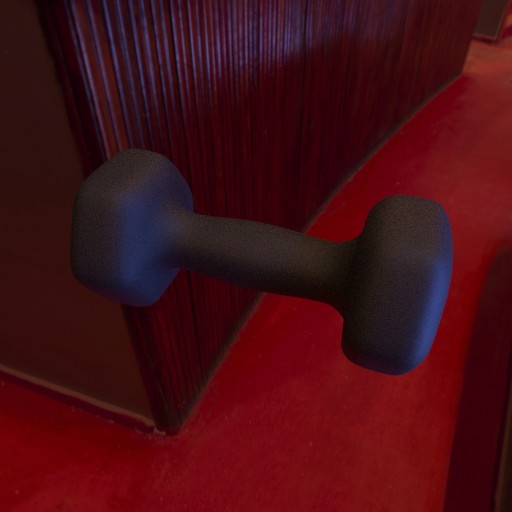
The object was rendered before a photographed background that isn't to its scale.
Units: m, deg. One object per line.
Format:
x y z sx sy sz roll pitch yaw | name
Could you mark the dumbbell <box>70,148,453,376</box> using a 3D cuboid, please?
0.000 0.000 0.290 0.231 0.101 0.112 13 43 14 | dumbbell
